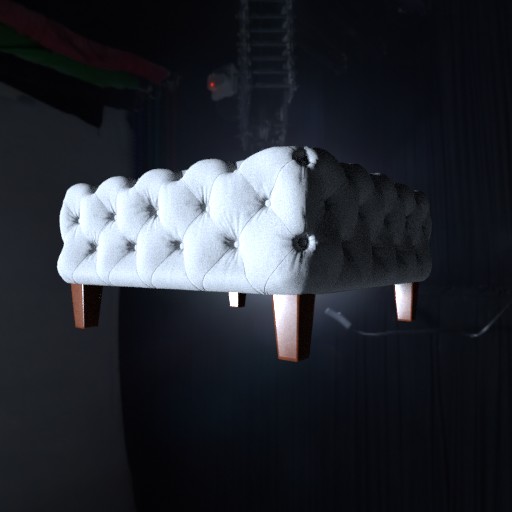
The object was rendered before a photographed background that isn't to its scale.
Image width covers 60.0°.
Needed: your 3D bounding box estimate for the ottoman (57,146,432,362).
[{"bbox_3d":[0.000,0.000,1.196,0.764,0.365,0.758,0,-1,36],"label":"ottoman"}]
